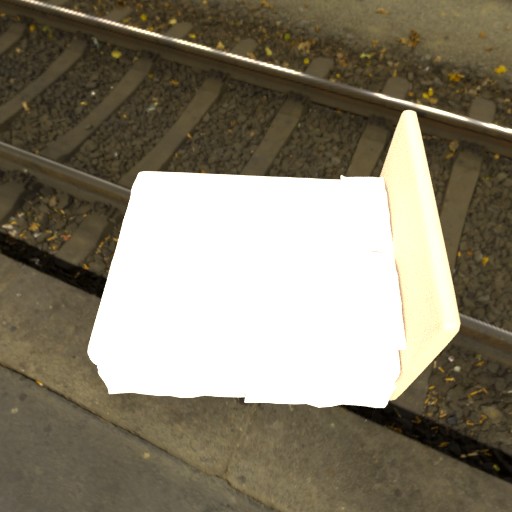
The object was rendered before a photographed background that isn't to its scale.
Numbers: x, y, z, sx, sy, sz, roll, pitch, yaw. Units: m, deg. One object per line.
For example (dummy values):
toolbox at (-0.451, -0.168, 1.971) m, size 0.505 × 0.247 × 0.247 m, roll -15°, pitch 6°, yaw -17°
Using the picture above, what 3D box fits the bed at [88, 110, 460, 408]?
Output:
bed at (0.000, 0.000, 3.162) m, size 2.142 × 1.330 × 1.723 m, roll 3°, pitch 56°, yaw 2°
